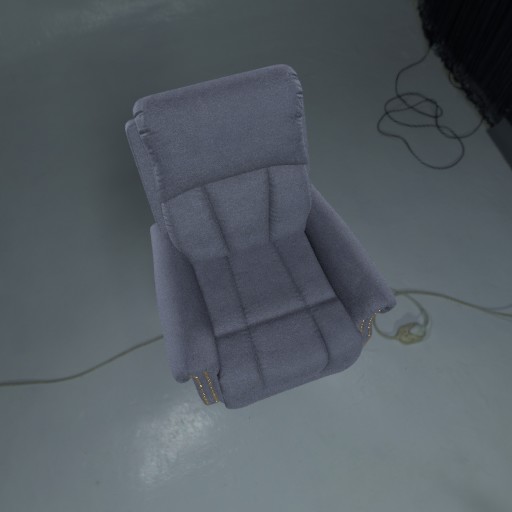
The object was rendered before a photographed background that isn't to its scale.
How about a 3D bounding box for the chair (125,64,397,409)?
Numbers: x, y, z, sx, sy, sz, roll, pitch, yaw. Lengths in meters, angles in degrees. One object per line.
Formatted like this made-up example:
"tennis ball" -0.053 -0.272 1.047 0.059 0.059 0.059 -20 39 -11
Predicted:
"chair" 0.000 0.000 1.780 0.871 1.031 0.979 -17 64 -9
